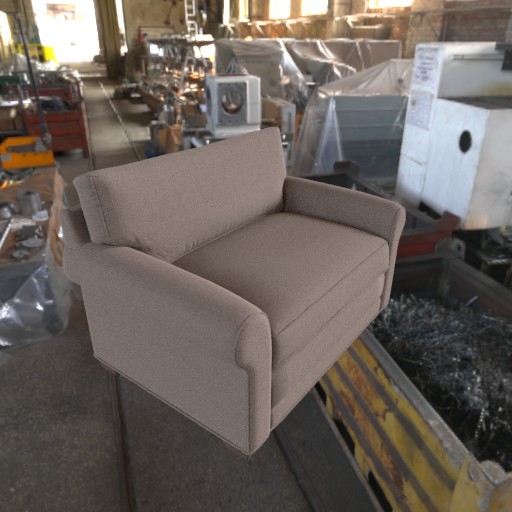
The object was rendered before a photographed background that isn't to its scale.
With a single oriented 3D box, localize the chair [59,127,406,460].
[{"bbox_3d":[0.000,0.000,2.021,0.930,0.930,1.390,18,32,33],"label":"chair"}]
